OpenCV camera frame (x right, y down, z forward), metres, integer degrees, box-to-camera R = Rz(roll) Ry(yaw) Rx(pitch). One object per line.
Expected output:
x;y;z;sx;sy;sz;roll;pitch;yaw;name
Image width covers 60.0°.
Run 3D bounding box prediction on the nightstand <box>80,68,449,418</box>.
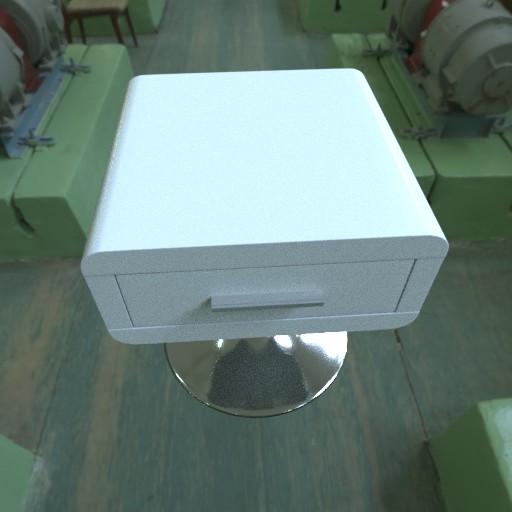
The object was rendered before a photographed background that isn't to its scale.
0.000;0.000;0.748;0.399;0.447;0.404;-3;48;-3;nightstand
